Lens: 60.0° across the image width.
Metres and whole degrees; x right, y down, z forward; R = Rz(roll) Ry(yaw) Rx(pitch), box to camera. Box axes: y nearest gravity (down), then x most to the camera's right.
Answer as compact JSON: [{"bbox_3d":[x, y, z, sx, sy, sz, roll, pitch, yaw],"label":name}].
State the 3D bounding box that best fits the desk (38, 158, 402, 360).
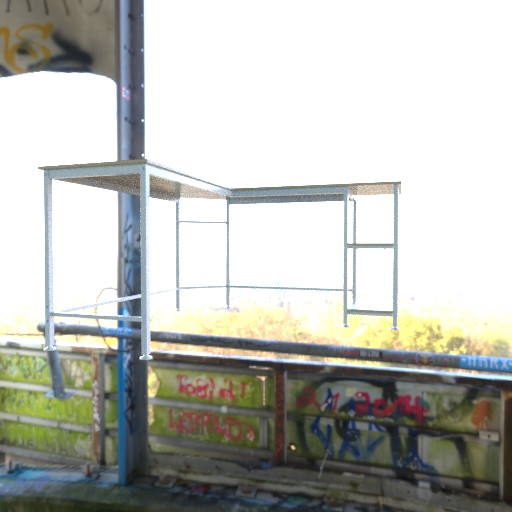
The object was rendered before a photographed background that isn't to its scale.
[{"bbox_3d":[0.000,0.000,2.215,1.379,0.739,1.379,0,2,18],"label":"desk"}]
